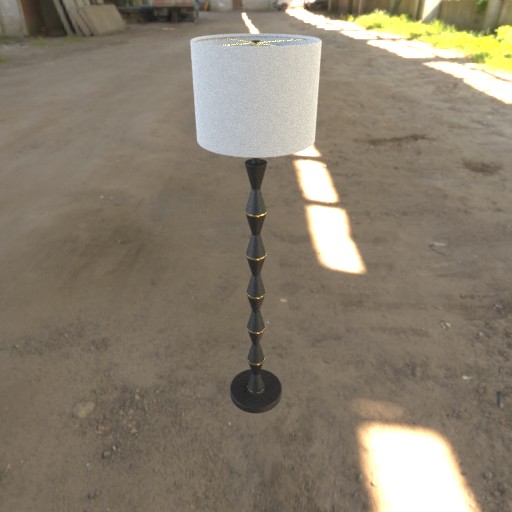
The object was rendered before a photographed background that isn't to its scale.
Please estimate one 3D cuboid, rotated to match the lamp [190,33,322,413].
[{"bbox_3d":[0.000,0.000,1.676,0.381,1.480,0.381,-20,37,-30],"label":"lamp"}]
